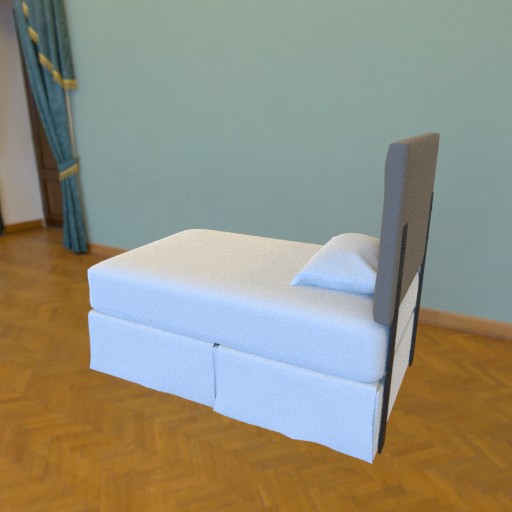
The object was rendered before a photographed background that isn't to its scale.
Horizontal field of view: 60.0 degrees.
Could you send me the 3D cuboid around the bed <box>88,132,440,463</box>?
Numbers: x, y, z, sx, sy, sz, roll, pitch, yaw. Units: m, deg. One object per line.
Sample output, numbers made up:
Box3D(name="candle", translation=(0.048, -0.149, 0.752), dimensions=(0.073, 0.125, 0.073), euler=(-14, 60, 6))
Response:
Box3D(name="bed", translation=(0.000, 0.000, 2.917), dimensions=(1.997, 1.571, 1.261), euler=(9, 20, 26))
